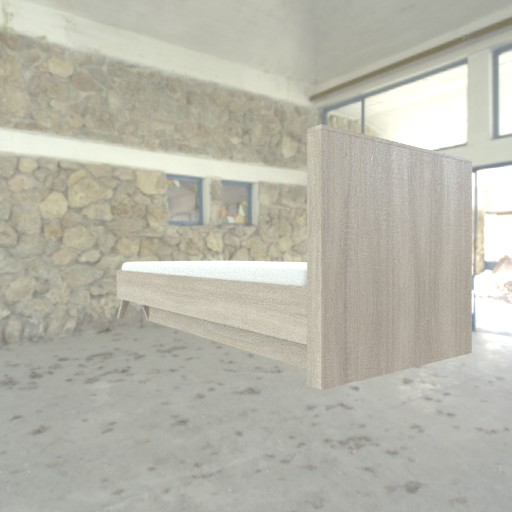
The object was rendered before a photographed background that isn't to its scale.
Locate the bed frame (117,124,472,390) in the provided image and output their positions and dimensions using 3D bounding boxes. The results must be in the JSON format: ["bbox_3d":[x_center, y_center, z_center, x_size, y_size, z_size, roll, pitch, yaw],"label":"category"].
[{"bbox_3d":[0.000,0.000,2.686,0.990,0.920,2.140,0,0,-36],"label":"bed frame"}]
